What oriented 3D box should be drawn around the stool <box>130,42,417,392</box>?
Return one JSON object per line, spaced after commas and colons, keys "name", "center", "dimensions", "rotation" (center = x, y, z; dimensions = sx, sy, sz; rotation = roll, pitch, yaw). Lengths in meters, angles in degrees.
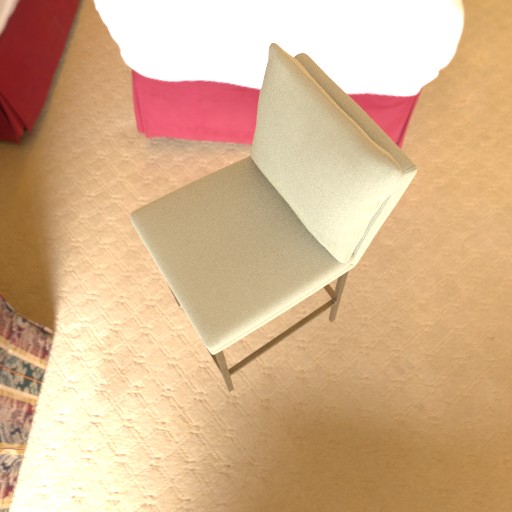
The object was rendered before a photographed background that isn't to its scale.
{"name": "stool", "center": [0.000, 0.000, 1.405], "dimensions": [0.572, 1.125, 0.463], "rotation": [-30, 69, -13]}
